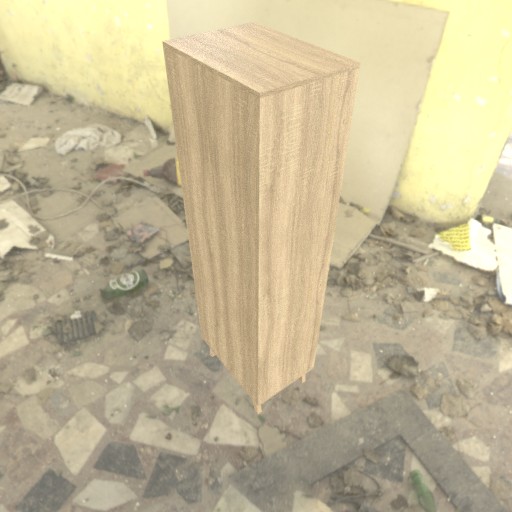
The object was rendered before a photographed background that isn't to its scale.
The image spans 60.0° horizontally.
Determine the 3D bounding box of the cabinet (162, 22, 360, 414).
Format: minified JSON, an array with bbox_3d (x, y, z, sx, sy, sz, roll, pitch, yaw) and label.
[{"bbox_3d":[0.000,0.000,2.105,0.400,1.850,0.570,-27,49,-26],"label":"cabinet"}]
